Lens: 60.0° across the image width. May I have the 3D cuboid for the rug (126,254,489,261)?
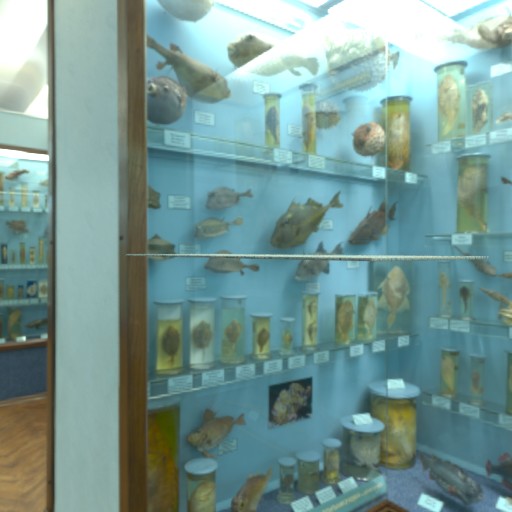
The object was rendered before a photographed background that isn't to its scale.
[{"bbox_3d":[0.000,0.000,2.716,0.775,0.012,2.452,0,1,-36],"label":"rug"}]
